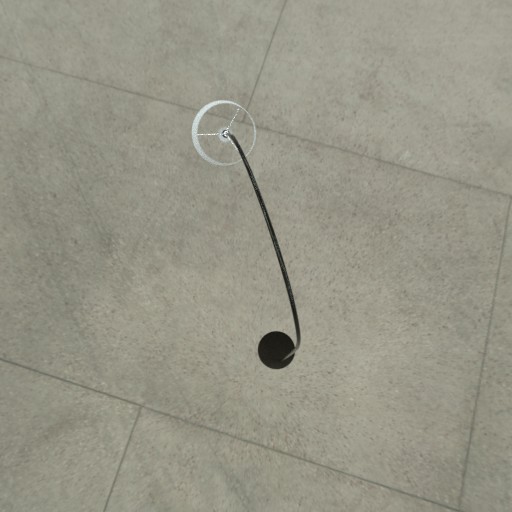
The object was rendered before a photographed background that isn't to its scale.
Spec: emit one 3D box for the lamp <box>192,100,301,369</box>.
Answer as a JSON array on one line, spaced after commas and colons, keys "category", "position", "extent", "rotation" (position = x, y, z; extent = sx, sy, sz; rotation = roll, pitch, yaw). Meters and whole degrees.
[{"category": "lamp", "position": [0.000, 0.000, 2.712], "extent": [0.331, 2.104, 1.363], "rotation": [-18, 75, -5]}]
